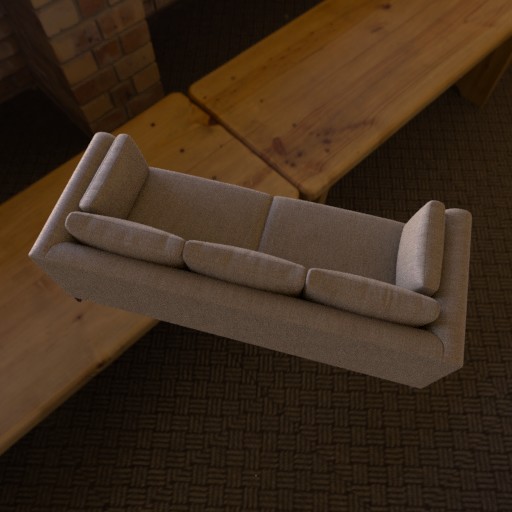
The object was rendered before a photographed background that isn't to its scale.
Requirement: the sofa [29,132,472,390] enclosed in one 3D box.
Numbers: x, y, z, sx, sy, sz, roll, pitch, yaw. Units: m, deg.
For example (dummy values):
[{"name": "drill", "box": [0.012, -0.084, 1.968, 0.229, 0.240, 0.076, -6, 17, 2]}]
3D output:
[{"name": "sofa", "box": [0.000, 0.000, 2.846, 2.415, 0.867, 0.969, 13, 64, 7]}]
